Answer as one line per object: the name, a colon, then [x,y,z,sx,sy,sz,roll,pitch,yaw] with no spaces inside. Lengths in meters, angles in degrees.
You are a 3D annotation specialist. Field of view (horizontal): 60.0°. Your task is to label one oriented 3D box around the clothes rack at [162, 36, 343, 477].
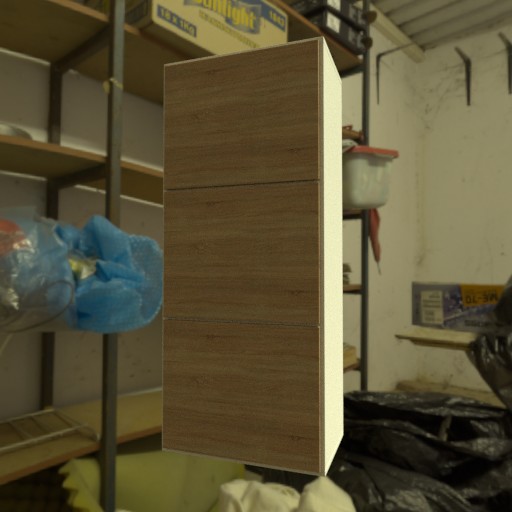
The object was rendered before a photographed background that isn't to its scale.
clothes rack: [0.000,0.000,1.420,0.500,1.187,0.331,-1,-1,20]
